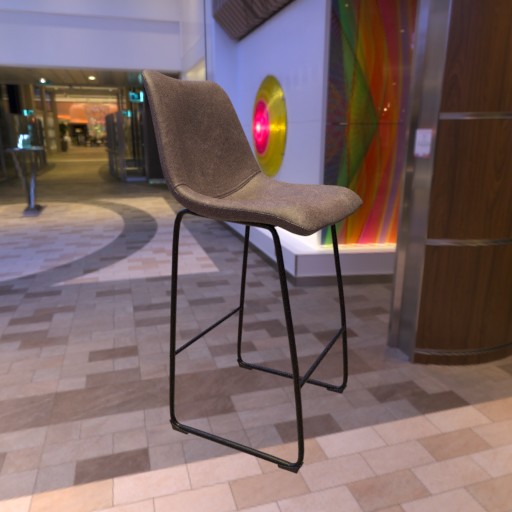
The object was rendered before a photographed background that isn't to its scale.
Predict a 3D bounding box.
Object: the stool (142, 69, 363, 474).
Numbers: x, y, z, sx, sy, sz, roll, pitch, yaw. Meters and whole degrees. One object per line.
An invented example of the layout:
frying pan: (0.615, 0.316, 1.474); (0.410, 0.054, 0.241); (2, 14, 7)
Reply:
stool: (0.000, 0.000, 1.388); (0.561, 1.082, 0.514); (8, 17, 26)
